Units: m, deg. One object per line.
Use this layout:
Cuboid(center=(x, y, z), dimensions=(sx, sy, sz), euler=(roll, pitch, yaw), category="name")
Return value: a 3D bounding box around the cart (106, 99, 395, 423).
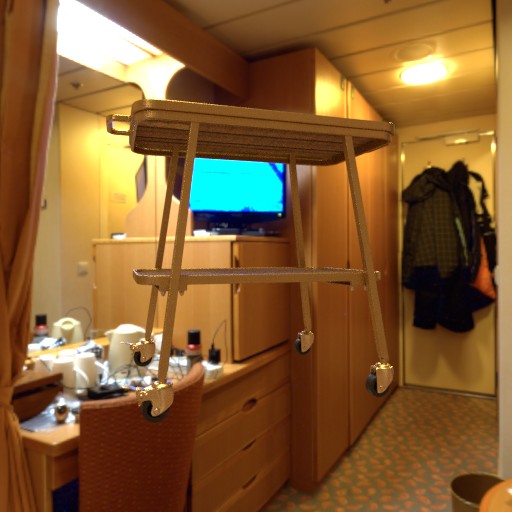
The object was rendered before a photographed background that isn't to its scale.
Cuboid(center=(0.000, 0.000, 1.265), dimensions=(0.806, 0.700, 0.524), euler=(0, 1, -17), category="cart")
